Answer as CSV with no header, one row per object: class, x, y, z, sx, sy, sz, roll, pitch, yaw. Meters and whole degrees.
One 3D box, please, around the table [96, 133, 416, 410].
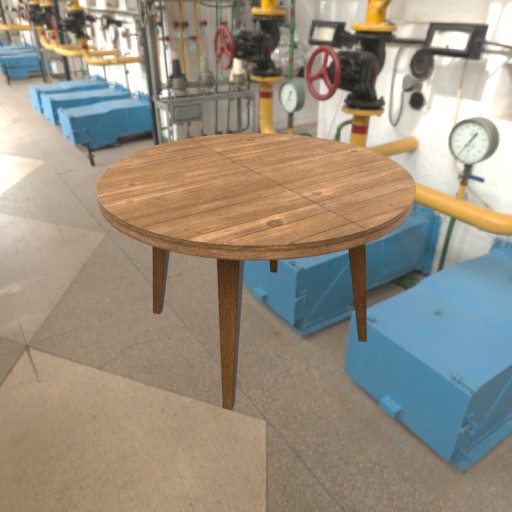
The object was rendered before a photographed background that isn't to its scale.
table,0.000,0.000,1.948,1.213,0.764,1.213,0,30,0
